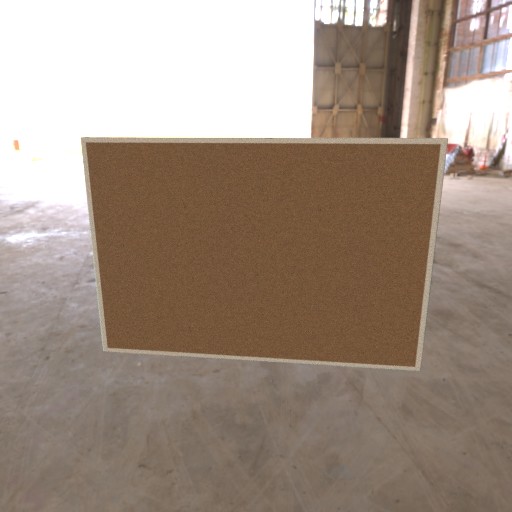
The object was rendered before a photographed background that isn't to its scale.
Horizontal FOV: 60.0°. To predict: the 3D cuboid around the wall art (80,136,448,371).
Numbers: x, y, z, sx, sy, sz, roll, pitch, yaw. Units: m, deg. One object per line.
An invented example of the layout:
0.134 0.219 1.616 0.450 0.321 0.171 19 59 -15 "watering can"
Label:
0.000 0.000 1.487 1.136 0.769 0.040 2 17 7 "wall art"
